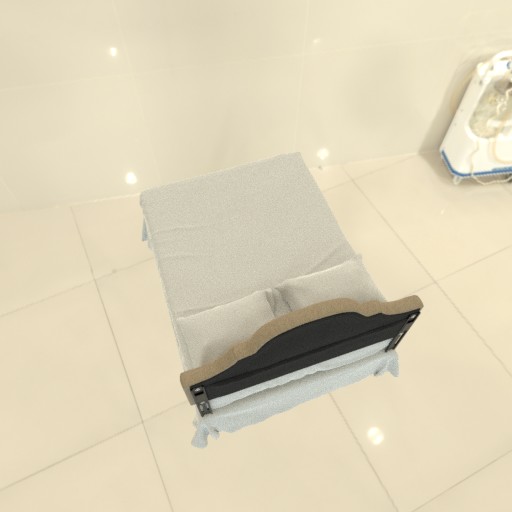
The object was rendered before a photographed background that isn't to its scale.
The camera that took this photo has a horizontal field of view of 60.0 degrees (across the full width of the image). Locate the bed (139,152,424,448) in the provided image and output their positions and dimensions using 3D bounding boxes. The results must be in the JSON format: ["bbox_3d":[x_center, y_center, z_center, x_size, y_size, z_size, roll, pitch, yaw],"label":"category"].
[{"bbox_3d":[0.000,0.000,3.531,1.780,1.634,2.222,-16,59,-10],"label":"bed"}]
